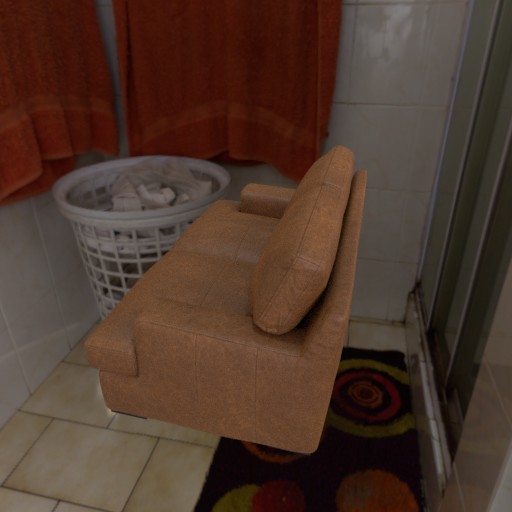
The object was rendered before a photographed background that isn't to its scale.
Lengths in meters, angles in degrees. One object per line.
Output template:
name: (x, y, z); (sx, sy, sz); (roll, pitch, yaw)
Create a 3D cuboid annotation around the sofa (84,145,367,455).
sofa: (0.000, 0.000, 2.580); (1.144, 0.966, 1.880); (7, 29, 13)
